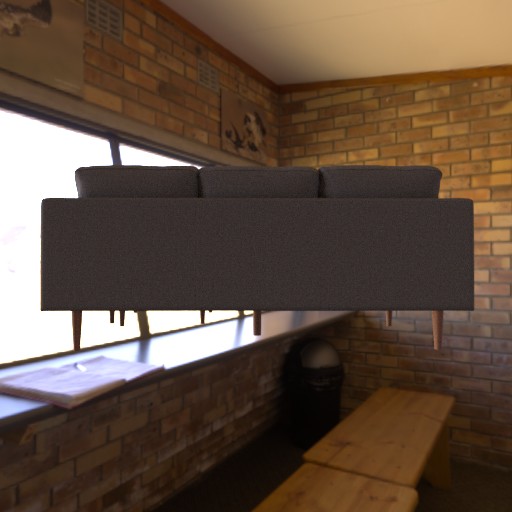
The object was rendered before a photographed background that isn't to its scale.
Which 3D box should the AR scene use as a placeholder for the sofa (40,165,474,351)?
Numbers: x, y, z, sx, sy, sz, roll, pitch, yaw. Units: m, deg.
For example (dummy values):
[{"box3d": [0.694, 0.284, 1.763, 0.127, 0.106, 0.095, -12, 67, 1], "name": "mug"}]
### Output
[{"box3d": [0.000, 0.000, 2.838, 2.031, 0.897, 1.591, 0, 0, -1], "name": "sofa"}]
